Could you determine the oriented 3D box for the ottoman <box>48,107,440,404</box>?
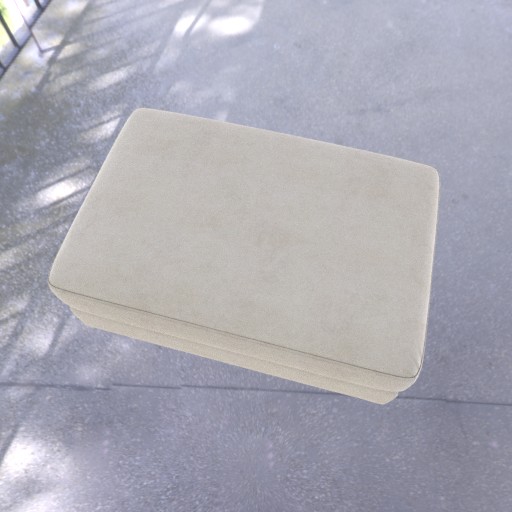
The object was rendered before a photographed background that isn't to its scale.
[{"bbox_3d":[0.000,0.000,1.220,0.864,0.483,0.584,13,64,7],"label":"ottoman"}]
